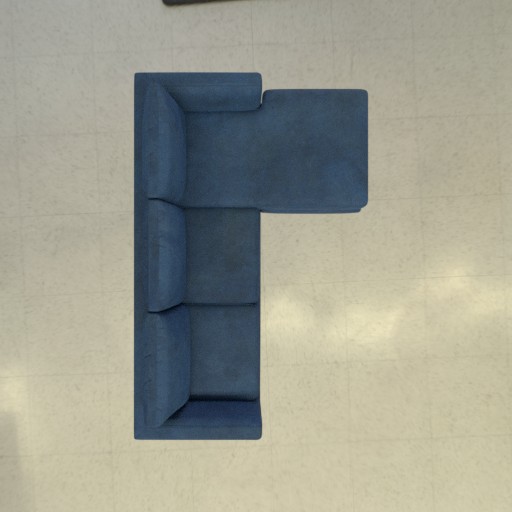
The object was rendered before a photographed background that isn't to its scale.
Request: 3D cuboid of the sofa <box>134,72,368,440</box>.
[{"bbox_3d":[0.000,0.000,3.179,1.622,0.987,2.438,0,90,0],"label":"sofa"}]
